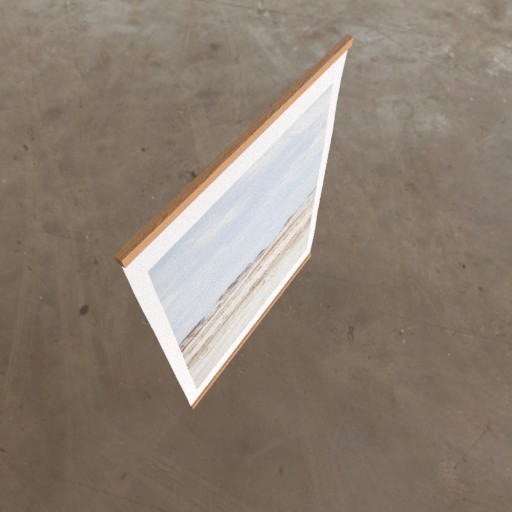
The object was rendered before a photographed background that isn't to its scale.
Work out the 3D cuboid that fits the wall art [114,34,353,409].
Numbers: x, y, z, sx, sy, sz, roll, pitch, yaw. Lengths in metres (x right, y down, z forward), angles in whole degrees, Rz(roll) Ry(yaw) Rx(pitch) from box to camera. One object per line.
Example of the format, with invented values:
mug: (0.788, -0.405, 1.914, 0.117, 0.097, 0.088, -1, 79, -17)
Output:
wall art: (0.000, 0.000, 0.678, 0.010, 0.507, 0.404, 31, 63, 18)
